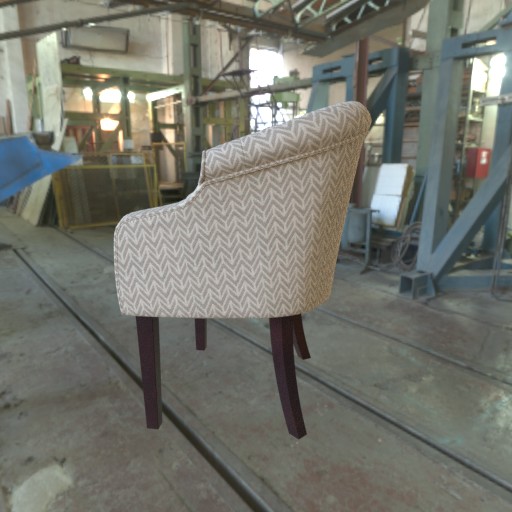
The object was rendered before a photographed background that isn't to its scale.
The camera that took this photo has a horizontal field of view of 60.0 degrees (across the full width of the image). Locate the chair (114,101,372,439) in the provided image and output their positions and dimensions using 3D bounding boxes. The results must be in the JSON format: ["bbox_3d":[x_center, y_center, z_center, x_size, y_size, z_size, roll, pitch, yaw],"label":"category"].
[{"bbox_3d":[0.000,0.000,1.319,0.613,0.858,0.686,2,14,8],"label":"chair"}]
